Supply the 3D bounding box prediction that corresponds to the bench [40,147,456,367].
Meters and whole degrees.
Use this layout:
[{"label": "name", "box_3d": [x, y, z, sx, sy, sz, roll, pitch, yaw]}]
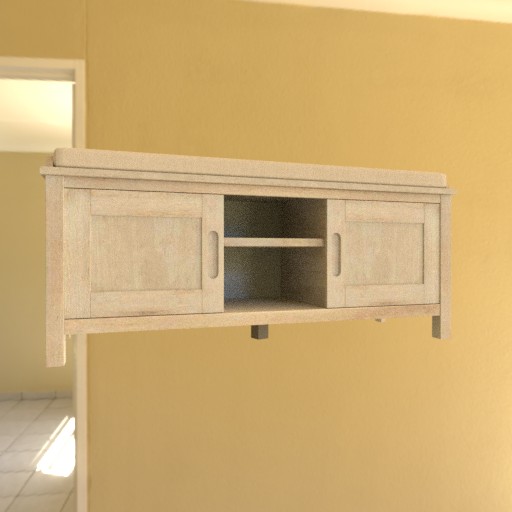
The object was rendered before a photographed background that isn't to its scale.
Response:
[{"label": "bench", "box_3d": [0.000, 0.000, 1.352, 1.140, 0.501, 0.398, 0, 0, -18]}]
